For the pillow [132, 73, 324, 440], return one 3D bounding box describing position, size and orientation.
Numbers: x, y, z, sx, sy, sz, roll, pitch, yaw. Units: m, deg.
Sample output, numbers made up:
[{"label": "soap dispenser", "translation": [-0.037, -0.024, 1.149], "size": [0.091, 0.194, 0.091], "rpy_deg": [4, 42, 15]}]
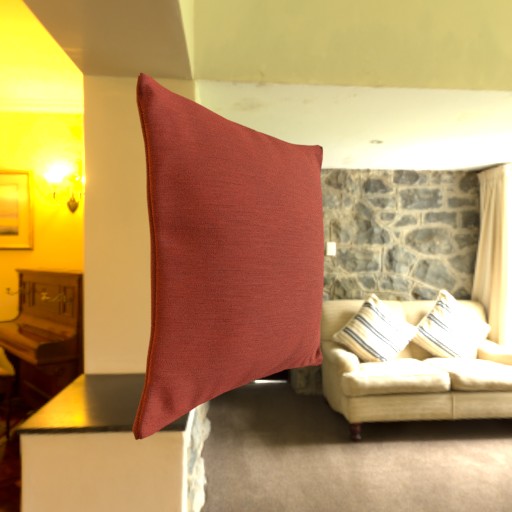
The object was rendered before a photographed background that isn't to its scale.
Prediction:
[{"label": "pillow", "translation": [0.000, 0.000, 0.668], "size": [0.151, 0.416, 0.435], "rpy_deg": [0, 0, 36]}]
